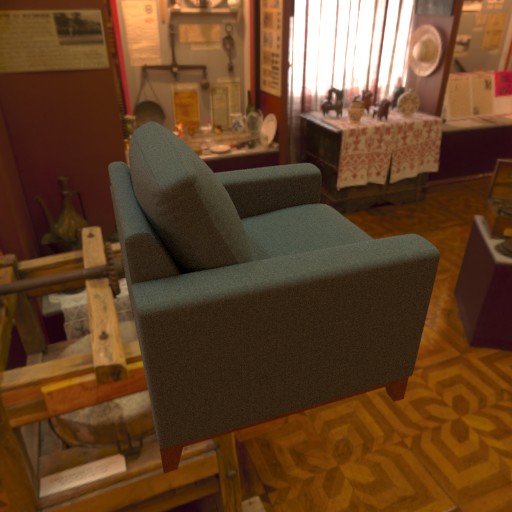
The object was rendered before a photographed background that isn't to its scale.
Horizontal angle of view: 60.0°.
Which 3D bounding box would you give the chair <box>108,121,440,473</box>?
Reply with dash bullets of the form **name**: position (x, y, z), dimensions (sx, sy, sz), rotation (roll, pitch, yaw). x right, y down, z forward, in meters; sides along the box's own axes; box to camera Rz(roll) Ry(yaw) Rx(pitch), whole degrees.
- **chair**: position (0.000, 0.000, 1.838), dimensions (1.038, 1.010, 1.024), rotation (-10, 31, -17)
